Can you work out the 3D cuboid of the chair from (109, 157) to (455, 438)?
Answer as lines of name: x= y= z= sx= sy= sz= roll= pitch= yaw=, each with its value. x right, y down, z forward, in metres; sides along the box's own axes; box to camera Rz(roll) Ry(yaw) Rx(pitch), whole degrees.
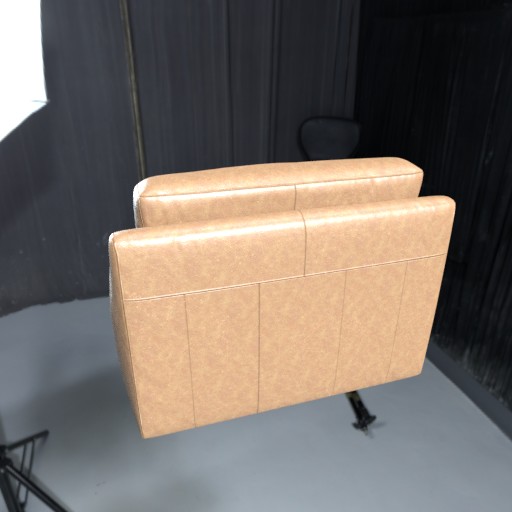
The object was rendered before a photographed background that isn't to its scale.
chair: x=0.000 y=0.000 z=2.000 sx=1.276 sy=0.978 sz=1.050 roll=-8 pitch=27 yaw=-16
